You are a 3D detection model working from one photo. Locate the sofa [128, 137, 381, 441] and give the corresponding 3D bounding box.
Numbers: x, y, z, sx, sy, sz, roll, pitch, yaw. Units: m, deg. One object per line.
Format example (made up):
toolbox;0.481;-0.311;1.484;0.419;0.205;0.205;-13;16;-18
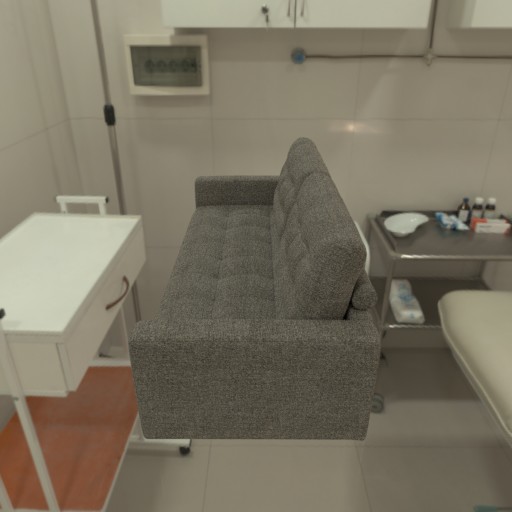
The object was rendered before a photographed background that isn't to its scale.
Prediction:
sofa;0.000;0.000;2.306;0.863;0.902;1.821;0;27;0
